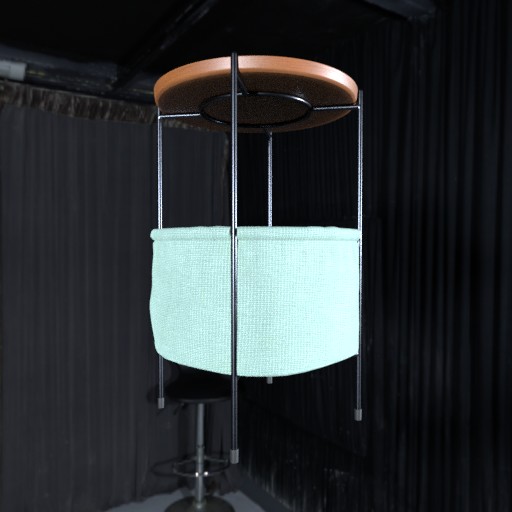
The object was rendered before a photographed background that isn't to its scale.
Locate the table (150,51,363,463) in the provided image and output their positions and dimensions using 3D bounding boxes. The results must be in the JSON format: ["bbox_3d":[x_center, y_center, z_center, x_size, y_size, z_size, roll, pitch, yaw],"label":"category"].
[{"bbox_3d":[0.000,0.000,0.869,0.400,0.623,0.400,-1,2,-35],"label":"table"}]
